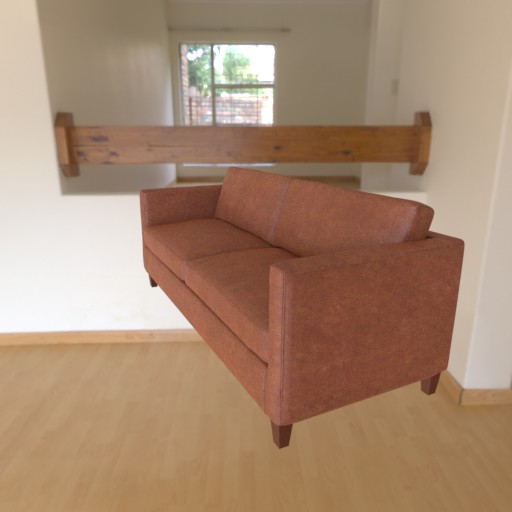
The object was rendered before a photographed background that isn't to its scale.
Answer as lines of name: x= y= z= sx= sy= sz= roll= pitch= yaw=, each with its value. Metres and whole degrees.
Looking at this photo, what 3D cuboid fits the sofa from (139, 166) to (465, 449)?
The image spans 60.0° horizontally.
sofa: x=0.000 y=0.000 z=2.711 sx=0.950 sy=0.932 sz=2.204 roll=-8 pitch=18 yaw=-25
